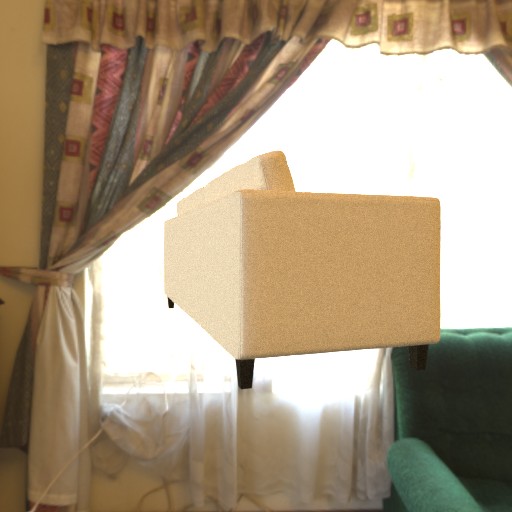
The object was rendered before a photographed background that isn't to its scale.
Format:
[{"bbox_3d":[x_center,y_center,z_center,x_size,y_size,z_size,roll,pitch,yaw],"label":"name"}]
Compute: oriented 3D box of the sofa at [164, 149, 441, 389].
[{"bbox_3d":[0.000,0.000,2.907,0.948,0.965,2.434,-1,2,-18],"label":"sofa"}]
